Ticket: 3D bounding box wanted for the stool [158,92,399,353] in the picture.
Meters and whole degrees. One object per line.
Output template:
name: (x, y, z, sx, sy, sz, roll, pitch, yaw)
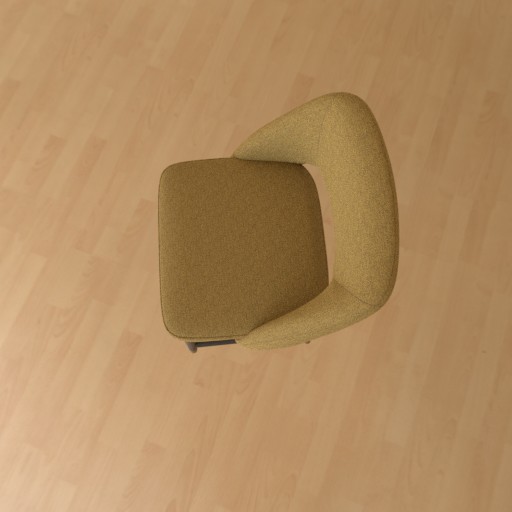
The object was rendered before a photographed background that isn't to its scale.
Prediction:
stool: (0.000, 0.000, 1.251, 0.522, 0.939, 0.536, -4, 76, -1)
